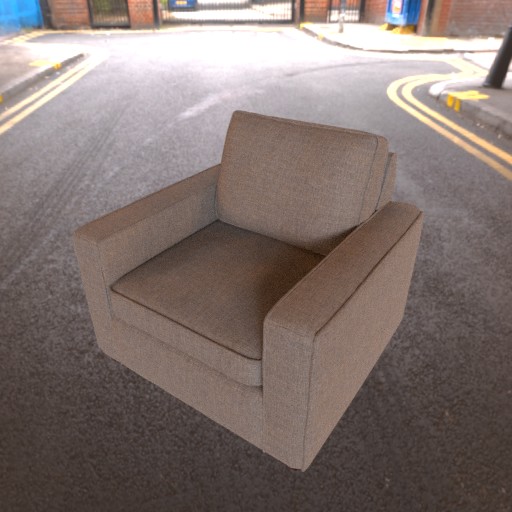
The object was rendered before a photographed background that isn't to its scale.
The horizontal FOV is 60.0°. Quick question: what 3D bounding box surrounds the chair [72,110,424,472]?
[{"bbox_3d":[0.000,0.000,1.721,1.016,0.914,0.940,20,37,29],"label":"chair"}]
